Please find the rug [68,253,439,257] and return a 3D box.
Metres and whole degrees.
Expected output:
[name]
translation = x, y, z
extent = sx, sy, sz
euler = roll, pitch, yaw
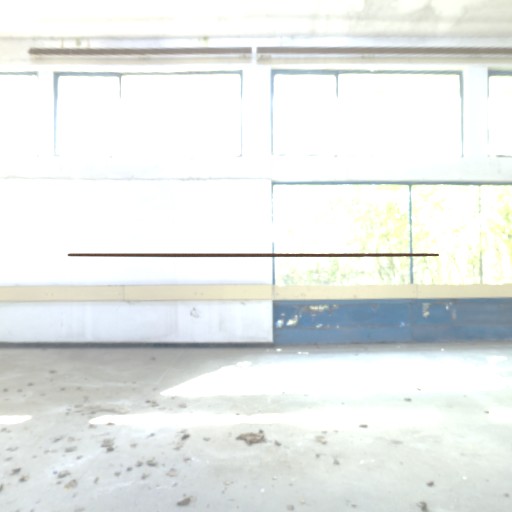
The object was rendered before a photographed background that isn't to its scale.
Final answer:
[rug]
translation = 0.000, 0.000, 2.357
extent = 1.219, 0.010, 1.829
euler = 0, 0, 1
